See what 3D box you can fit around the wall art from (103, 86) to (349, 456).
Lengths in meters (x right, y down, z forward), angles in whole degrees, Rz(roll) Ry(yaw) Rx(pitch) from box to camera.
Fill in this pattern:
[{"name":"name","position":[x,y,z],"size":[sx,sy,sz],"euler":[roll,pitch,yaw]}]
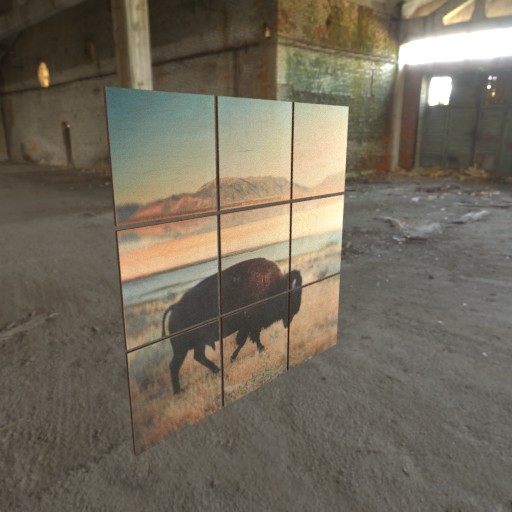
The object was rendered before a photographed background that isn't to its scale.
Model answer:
[{"name":"wall art","position":[0.000,0.000,1.821],"size":[0.019,1.218,1.221],"euler":[14,21,43]}]
